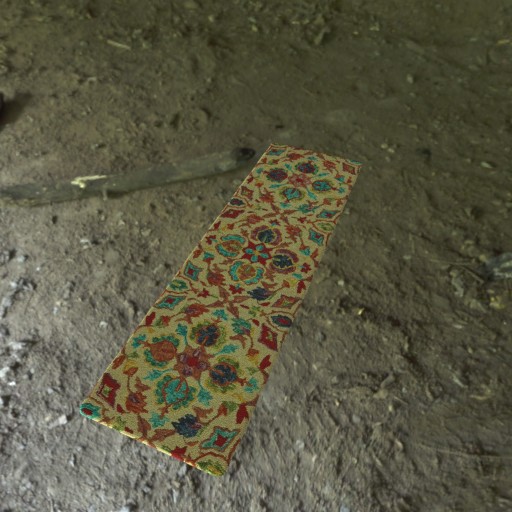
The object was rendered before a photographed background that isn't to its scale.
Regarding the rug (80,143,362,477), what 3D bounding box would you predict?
[{"bbox_3d":[0.000,0.000,2.506,0.693,0.016,2.273,17,49,16],"label":"rug"}]
